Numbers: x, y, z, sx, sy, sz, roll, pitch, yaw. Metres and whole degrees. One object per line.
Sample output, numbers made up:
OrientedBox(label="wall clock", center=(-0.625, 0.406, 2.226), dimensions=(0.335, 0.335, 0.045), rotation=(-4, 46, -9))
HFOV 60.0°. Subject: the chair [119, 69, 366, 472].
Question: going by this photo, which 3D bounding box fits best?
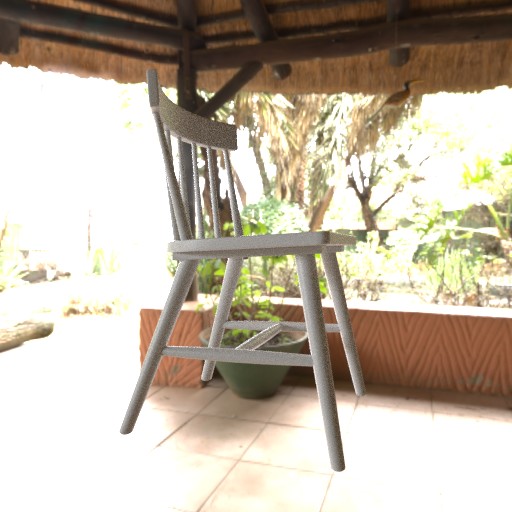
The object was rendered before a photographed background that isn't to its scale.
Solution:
OrientedBox(label="chair", center=(0.000, 0.000, 1.101), dimensions=(0.500, 0.787, 0.483), rotation=(0, 1, 19))
